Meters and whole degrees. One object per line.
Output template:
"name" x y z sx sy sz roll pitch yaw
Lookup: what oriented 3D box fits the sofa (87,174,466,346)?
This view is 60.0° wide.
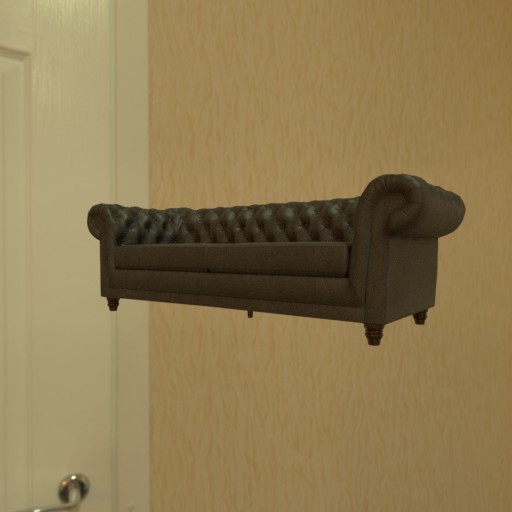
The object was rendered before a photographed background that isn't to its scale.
"sofa" 0.000 0.000 2.870 2.385 0.783 0.944 0 1 36
